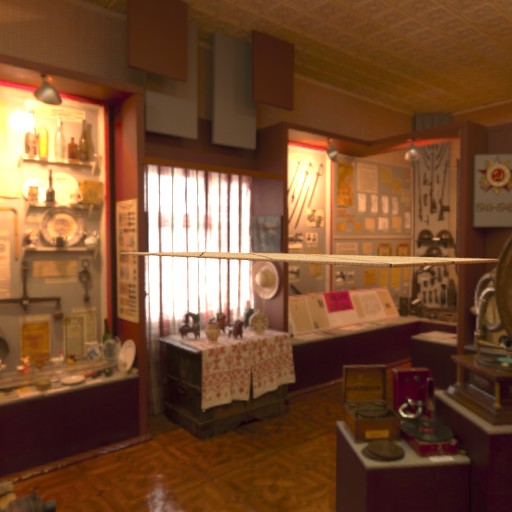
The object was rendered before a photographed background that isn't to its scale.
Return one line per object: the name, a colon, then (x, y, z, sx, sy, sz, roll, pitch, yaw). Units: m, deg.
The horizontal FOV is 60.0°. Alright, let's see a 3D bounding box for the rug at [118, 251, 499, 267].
rug: (0.000, 0.000, 2.634, 0.762, 0.012, 2.438, -1, 2, -38)
